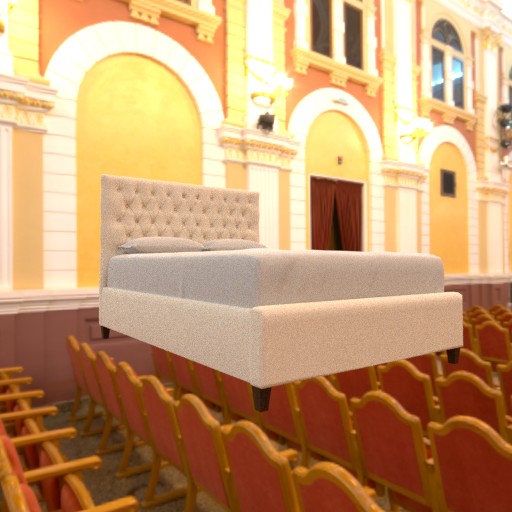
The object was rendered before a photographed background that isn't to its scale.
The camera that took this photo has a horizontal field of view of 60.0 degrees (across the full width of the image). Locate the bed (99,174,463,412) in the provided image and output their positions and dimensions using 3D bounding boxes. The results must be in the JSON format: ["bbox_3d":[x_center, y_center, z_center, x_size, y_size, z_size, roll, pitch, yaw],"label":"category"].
[{"bbox_3d":[0.000,0.000,3.405,1.698,1.427,2.387,0,-1,-36],"label":"bed"}]
